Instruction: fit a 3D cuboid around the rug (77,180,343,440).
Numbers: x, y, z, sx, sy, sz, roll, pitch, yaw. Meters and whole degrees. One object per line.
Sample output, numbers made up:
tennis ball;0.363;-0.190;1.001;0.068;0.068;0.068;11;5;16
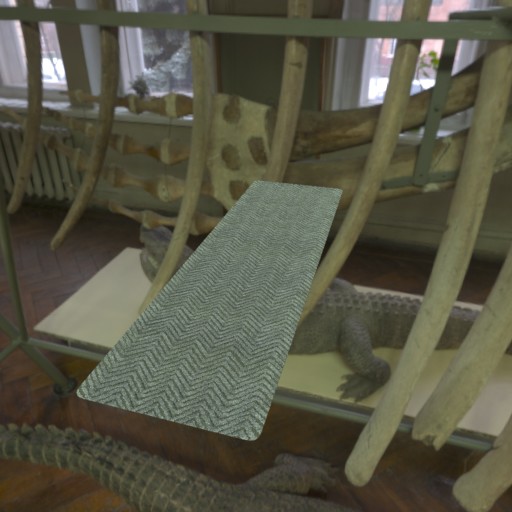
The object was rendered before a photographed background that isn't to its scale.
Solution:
rug;0.000;0.000;2.445;0.686;0.008;2.286;8;31;14
